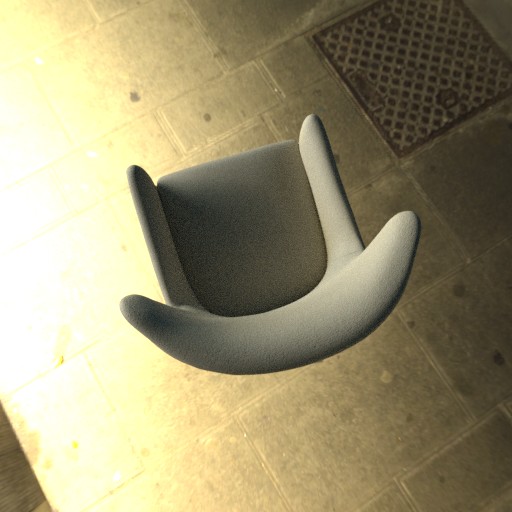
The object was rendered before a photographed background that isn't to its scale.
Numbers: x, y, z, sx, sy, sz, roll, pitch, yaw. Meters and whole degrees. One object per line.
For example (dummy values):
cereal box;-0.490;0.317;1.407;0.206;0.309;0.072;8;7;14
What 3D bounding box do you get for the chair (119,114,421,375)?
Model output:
chair;0.000;0.000;1.401;0.660;0.952;0.686;-17;78;-4
